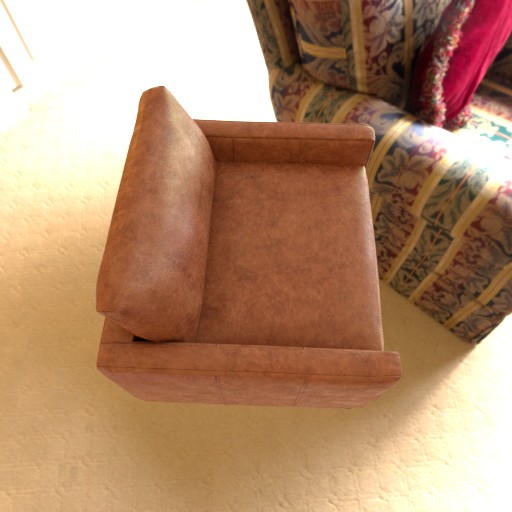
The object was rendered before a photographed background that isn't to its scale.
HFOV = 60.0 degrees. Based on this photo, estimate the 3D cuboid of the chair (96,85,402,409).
[{"bbox_3d":[0.000,0.000,1.588,0.862,0.869,0.967,2,62,1],"label":"chair"}]
